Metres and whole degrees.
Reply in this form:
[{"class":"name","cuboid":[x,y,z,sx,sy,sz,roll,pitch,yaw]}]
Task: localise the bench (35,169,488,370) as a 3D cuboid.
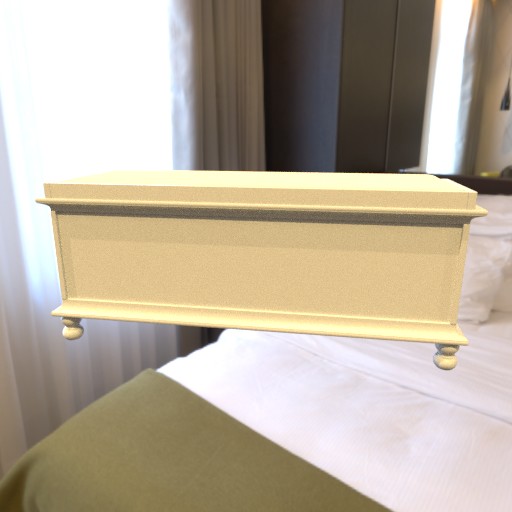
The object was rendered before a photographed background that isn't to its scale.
[{"class":"bench","cuboid":[0.000,0.000,1.389,1.185,0.486,0.402,3,17,9]}]
